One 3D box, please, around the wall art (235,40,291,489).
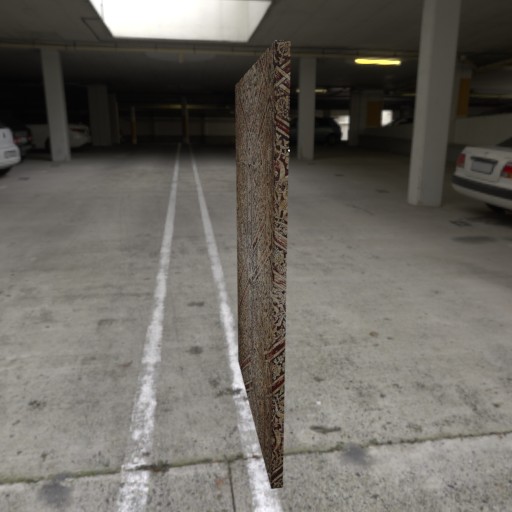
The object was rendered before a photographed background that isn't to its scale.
[{"bbox_3d":[0.000,0.000,1.151,0.030,0.904,0.599,-2,14,-9],"label":"wall art"}]
